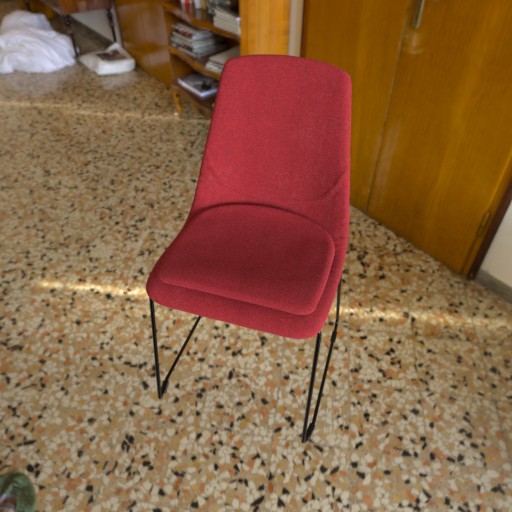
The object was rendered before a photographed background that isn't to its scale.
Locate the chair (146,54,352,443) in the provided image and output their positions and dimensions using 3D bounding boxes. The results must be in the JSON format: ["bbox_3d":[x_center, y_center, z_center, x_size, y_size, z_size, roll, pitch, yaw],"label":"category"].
[{"bbox_3d":[0.000,0.000,1.165,0.479,0.858,0.518,12,44,13],"label":"chair"}]
